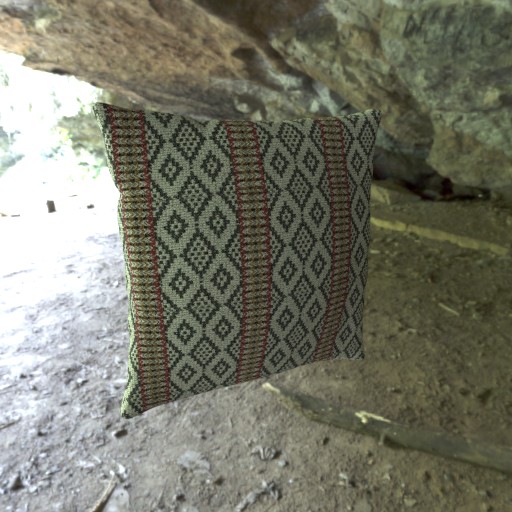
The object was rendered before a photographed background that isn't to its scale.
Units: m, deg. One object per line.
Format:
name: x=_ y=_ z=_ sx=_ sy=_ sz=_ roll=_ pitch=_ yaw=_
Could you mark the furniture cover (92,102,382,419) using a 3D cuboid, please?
furniture cover: x=0.000 y=0.000 z=0.782 sx=0.503 sy=0.506 sz=0.182 roll=-7 pitch=16 yaw=-25
